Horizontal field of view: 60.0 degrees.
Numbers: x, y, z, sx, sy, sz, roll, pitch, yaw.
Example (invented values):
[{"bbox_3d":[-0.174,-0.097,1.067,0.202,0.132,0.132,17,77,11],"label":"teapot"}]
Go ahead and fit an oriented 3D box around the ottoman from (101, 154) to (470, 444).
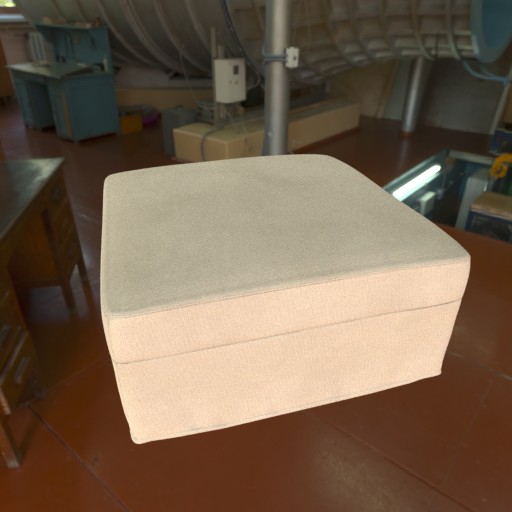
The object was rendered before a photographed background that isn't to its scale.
[{"bbox_3d":[0.000,0.000,1.337,0.843,0.441,0.842,-8,31,-14],"label":"ottoman"}]
